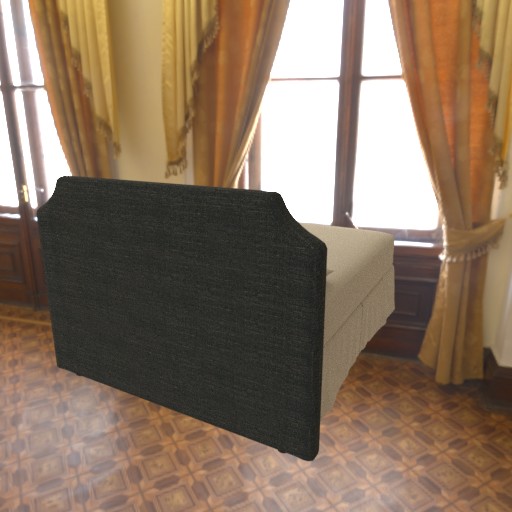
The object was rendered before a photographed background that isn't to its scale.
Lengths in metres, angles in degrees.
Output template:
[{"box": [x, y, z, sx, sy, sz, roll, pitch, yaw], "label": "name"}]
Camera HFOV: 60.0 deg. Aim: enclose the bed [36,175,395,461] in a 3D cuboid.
[{"box": [0.000, 0.000, 3.261, 1.828, 1.297, 2.208, 9, 19, 28], "label": "bed"}]
